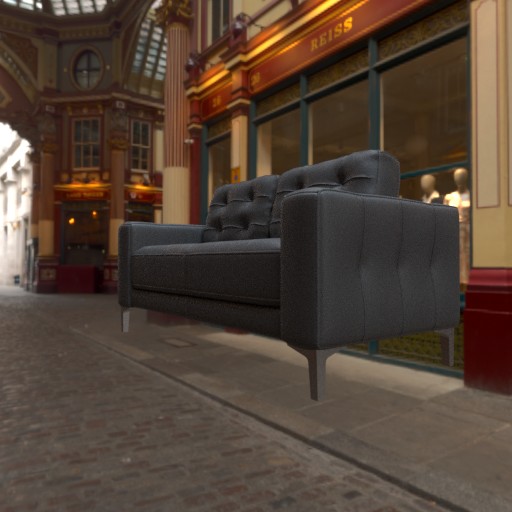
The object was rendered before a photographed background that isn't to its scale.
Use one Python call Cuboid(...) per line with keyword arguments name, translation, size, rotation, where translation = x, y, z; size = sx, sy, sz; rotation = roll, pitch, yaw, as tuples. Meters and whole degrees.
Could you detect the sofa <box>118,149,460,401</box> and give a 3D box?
Cuboid(name="sofa", translation=(0.000, 0.000, 2.226), size=(0.833, 0.893, 1.726), rotation=(0, -1, -37))
